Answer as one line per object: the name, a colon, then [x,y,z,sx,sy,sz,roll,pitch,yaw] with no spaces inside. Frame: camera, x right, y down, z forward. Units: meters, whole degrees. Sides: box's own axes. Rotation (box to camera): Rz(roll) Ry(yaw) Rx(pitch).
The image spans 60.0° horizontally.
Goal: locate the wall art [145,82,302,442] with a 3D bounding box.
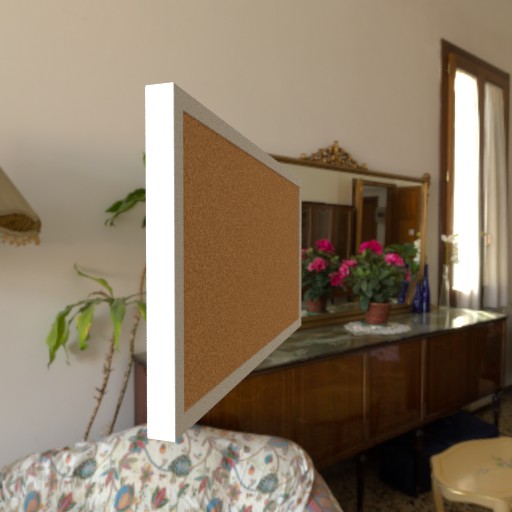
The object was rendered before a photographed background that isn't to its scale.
wall art: [0.000,0.000,0.925,0.038,0.431,0.812,0,1,17]
